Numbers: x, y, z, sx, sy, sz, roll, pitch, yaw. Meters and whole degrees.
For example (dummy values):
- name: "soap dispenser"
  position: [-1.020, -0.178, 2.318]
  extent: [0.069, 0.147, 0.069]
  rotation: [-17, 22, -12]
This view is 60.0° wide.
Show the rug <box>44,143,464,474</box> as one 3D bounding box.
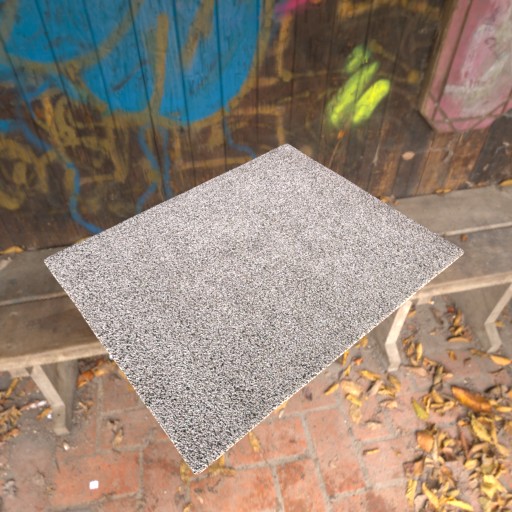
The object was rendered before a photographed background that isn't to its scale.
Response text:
- name: "rug"
  position: [0.000, 0.000, 4.093]
  extent: [3.047, 0.029, 2.438]
  rotation: [-31, 54, -27]
